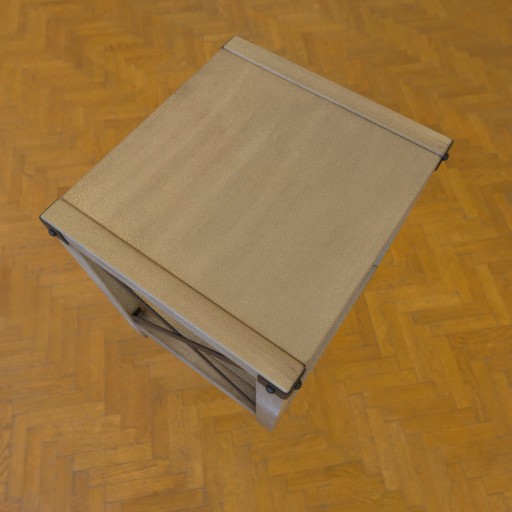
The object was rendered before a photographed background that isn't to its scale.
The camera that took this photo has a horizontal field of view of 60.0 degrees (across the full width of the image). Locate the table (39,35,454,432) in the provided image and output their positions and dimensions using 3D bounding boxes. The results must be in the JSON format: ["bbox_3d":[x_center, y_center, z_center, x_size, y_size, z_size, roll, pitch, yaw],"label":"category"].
[{"bbox_3d":[0.000,0.000,0.940,0.459,0.561,0.510,32,68,15],"label":"table"}]
